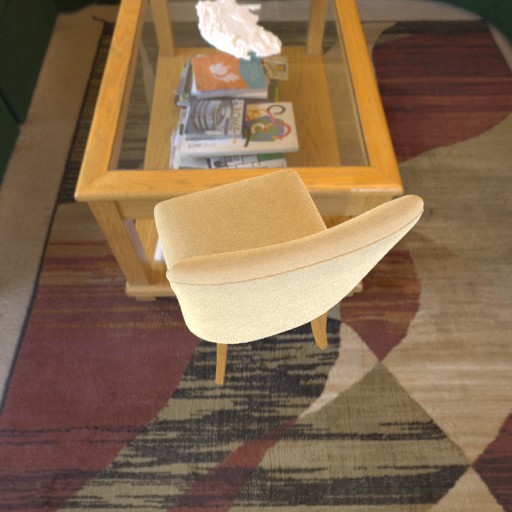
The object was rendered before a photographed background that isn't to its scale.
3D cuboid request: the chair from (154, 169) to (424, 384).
[{"bbox_3d":[0.000,0.000,1.251,0.495,0.902,0.610,-16,60,-10],"label":"chair"}]
